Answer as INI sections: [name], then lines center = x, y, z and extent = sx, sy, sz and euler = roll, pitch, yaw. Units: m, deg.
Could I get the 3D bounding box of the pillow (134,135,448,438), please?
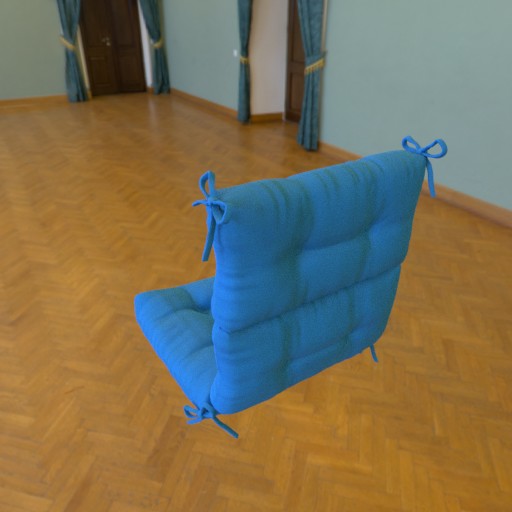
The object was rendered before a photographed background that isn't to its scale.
[pillow]
center = 0.000, 0.000, 1.041
extent = 0.519, 0.605, 0.571
euler = -18, 34, -28
